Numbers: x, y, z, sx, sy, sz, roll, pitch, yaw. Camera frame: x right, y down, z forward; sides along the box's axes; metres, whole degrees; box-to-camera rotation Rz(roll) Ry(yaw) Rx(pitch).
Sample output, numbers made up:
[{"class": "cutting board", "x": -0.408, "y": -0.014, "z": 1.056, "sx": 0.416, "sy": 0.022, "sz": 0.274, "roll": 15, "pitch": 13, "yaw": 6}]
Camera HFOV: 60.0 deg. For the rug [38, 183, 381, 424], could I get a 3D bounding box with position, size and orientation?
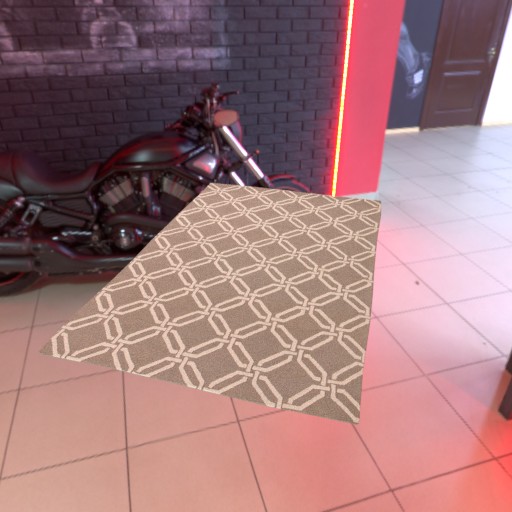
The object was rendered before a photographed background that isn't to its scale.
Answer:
[{"class": "rug", "x": 0.000, "y": 0.000, "z": 2.172, "sx": 1.142, "sy": 0.010, "sz": 1.748, "roll": 8, "pitch": 31, "yaw": 14}]
